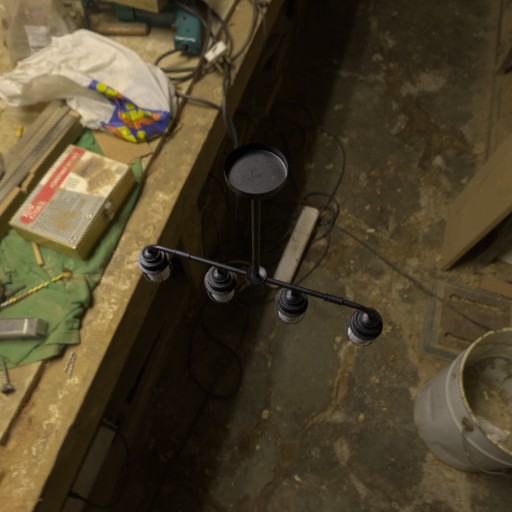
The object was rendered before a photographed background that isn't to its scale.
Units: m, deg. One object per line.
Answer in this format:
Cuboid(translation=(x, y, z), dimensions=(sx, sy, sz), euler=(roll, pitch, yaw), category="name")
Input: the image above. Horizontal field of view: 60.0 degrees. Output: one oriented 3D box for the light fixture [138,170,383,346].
Cuboid(translation=(0.000, 0.000, 1.258), dimensions=(0.852, 0.785, 0.131), euler=(16, 64, 8), category="light fixture")
